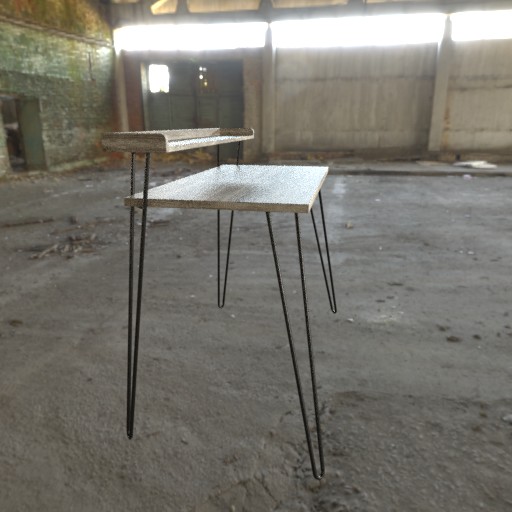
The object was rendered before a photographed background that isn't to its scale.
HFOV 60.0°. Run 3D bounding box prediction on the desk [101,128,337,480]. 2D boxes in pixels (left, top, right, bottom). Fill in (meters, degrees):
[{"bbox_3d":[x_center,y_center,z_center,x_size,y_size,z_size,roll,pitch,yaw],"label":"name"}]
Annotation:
[{"bbox_3d":[0.000,0.000,1.645,0.605,0.899,1.135,3,17,11],"label":"desk"}]
